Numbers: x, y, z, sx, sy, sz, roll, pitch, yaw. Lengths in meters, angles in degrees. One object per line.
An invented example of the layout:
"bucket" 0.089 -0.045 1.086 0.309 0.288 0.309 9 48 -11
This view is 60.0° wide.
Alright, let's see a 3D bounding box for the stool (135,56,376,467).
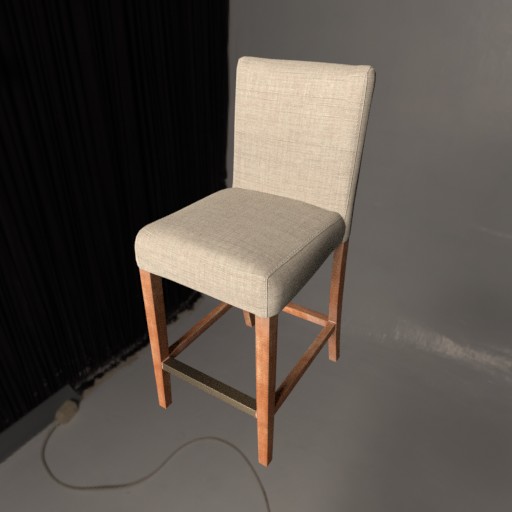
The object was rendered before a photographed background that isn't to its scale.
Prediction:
"stool" 0.000 0.000 1.334 0.454 1.039 0.567 18 34 28
